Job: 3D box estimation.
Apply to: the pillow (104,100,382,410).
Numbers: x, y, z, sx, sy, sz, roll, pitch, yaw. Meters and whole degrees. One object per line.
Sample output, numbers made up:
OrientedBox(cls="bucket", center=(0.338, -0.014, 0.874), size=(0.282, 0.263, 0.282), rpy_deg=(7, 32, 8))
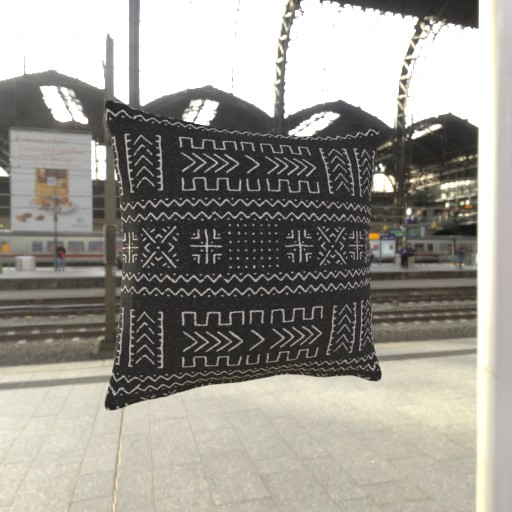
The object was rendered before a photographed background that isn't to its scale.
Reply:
OrientedBox(cls="pillow", center=(0.000, 0.000, 0.675), size=(0.438, 0.430, 0.164), rpy_deg=(0, 1, -17))
